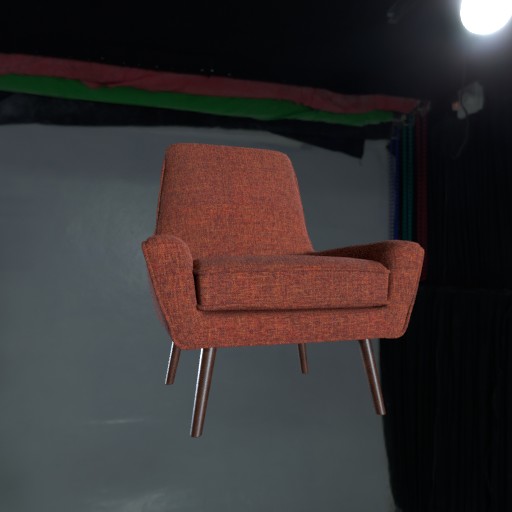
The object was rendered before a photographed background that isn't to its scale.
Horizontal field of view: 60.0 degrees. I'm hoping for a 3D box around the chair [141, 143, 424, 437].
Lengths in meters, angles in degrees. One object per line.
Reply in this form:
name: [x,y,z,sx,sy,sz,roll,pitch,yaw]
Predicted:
chair: [0.000,0.000,1.508,0.803,0.911,0.784,1,-2,-18]
